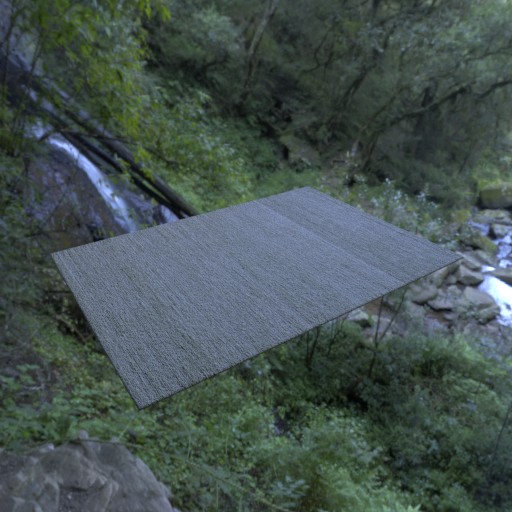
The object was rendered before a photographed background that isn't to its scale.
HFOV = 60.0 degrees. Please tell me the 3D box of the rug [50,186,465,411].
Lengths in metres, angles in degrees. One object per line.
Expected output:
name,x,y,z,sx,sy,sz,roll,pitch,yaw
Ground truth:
rug,0.000,0.000,5.136,3.935,0.025,2.782,-19,34,-29
